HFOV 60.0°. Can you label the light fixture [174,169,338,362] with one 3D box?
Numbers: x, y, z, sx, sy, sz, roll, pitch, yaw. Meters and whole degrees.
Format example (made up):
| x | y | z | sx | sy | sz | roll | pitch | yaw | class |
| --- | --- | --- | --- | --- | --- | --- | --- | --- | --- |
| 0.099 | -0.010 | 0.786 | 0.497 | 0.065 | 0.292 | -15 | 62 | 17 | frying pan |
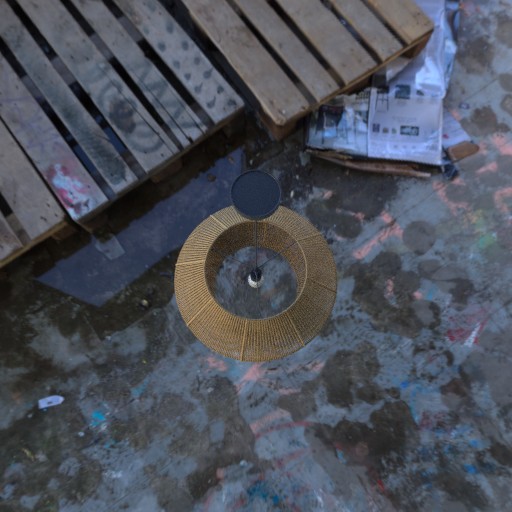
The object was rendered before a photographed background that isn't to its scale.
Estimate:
| x | y | z | sx | sy | sz | roll | pitch | yaw | class |
| --- | --- | --- | --- | --- | --- | --- | --- | --- | --- |
| 0.000 | 0.000 | 1.409 | 0.643 | 1.009 | 0.643 | 0 | 75 | 0 | light fixture |
